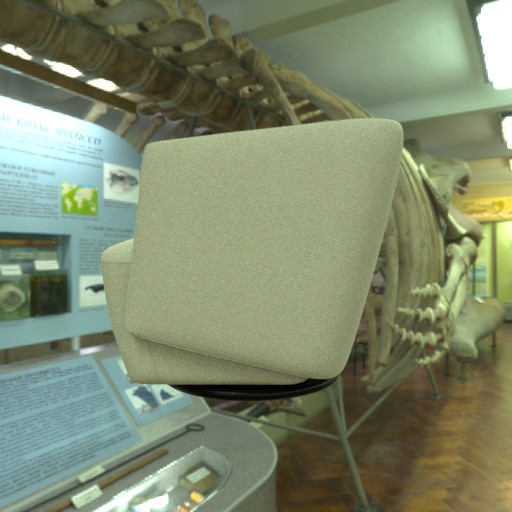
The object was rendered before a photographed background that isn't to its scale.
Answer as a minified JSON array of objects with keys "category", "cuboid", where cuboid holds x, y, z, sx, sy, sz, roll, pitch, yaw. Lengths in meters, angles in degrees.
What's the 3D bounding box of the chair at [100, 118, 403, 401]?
[{"category":"chair","cuboid":[0.000,0.000,1.622,0.986,0.861,0.822,0,0,1]}]
